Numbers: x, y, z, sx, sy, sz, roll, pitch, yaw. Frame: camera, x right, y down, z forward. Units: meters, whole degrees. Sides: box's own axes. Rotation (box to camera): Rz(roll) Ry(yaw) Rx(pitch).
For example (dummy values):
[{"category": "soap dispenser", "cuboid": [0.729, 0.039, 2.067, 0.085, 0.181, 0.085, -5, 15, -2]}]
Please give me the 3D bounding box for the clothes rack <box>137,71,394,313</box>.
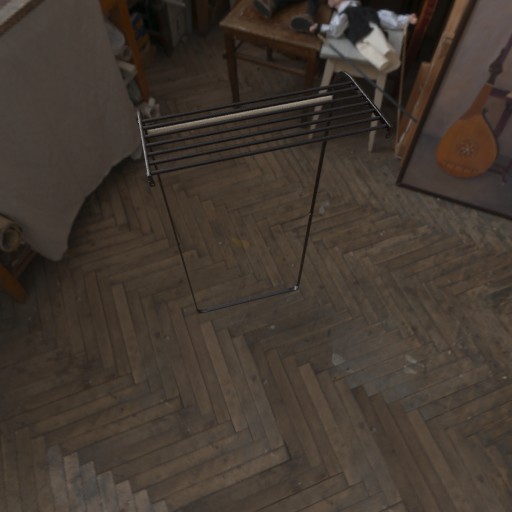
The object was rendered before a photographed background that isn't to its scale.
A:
[{"category": "clothes rack", "cuboid": [0.000, 0.000, 1.810, 0.609, 1.574, 0.349, -13, 61, -8]}]
